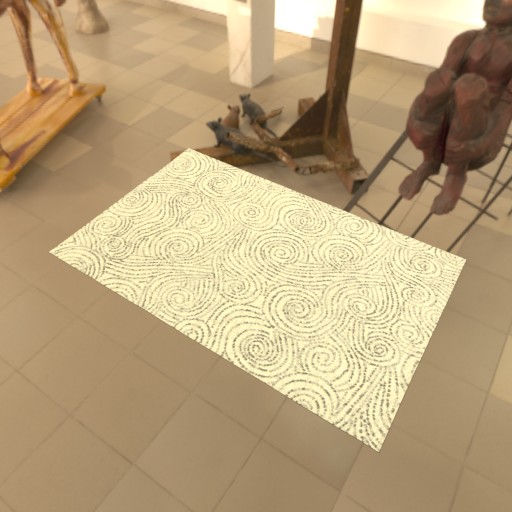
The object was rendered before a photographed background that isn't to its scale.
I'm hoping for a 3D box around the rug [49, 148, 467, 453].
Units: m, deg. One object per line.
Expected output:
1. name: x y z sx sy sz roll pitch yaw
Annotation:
1. rug: 0.000 0.000 3.044 2.439 0.005 1.524 26 52 22
